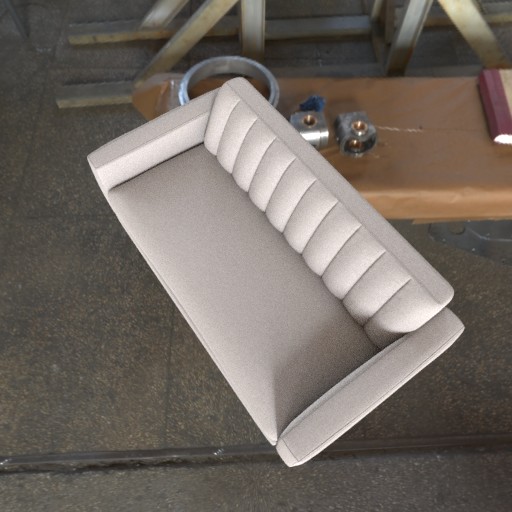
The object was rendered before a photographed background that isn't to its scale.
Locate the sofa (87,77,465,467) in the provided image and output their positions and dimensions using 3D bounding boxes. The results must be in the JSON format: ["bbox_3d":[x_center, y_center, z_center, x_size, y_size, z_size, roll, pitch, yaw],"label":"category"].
[{"bbox_3d":[0.000,0.000,2.385,0.969,0.814,1.895,-33,68,-15],"label":"sofa"}]
